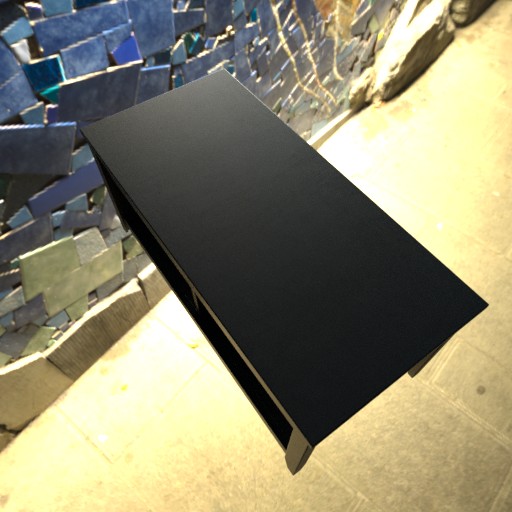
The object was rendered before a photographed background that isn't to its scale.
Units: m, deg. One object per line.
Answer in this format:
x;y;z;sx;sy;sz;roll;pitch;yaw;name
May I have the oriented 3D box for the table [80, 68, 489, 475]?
0.000;0.000;1.273;0.483;0.457;1.016;-31;62;-19;table
